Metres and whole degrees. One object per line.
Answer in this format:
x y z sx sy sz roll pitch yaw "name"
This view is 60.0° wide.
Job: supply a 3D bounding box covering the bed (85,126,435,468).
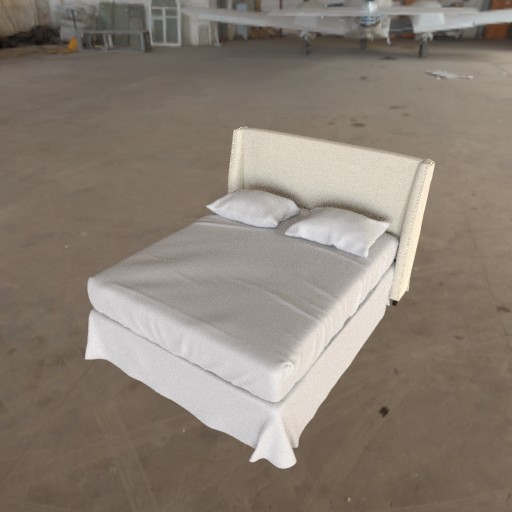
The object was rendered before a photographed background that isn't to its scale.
0.000 0.000 3.494 1.925 1.332 2.276 19 35 29 "bed"
